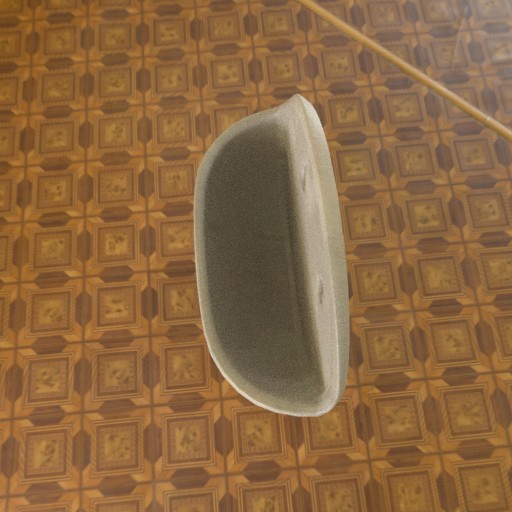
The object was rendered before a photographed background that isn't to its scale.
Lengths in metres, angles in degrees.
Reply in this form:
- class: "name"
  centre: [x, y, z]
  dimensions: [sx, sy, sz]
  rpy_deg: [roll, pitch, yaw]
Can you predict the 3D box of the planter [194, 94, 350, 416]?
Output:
- class: "planter"
  centre: [0.000, 0.000, 0.270]
  dimensions: [0.073, 0.164, 0.190]
  rpy_deg: [-5, 74, -2]
